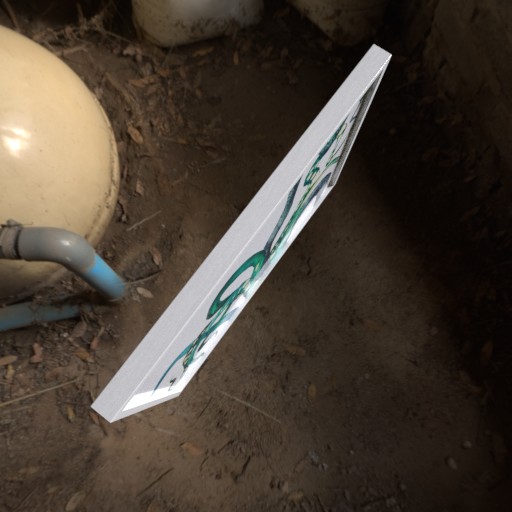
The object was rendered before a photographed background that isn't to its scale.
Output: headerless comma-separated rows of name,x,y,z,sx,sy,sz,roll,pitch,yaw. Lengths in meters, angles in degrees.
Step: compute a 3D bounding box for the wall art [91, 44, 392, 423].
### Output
wall art,0.000,0.000,1.358,0.053,0.787,1.041,35,79,8
